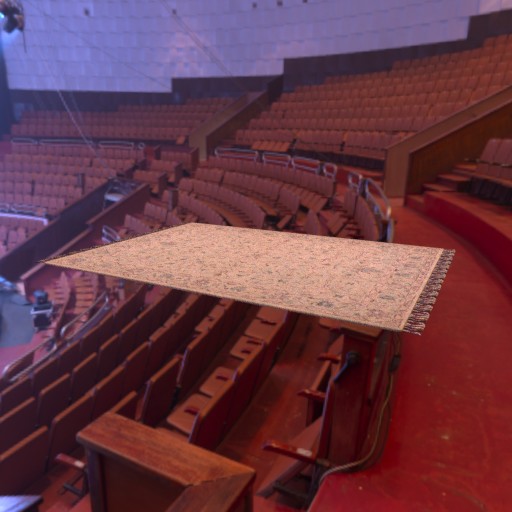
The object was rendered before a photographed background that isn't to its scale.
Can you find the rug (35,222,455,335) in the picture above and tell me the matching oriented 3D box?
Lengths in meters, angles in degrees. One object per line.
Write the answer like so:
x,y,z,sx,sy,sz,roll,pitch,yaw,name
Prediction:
0.000,0.000,2.290,1.802,0.008,1.247,8,17,27,rug
